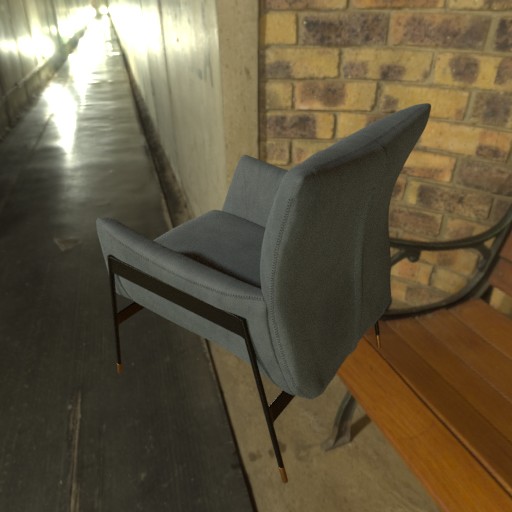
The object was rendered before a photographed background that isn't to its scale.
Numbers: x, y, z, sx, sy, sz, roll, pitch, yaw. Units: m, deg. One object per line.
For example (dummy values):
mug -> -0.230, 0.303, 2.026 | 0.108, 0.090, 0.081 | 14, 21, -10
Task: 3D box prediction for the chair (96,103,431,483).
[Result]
chair -> 0.000, 0.000, 1.329 | 0.709, 0.858, 0.678 | 21, 37, 30
